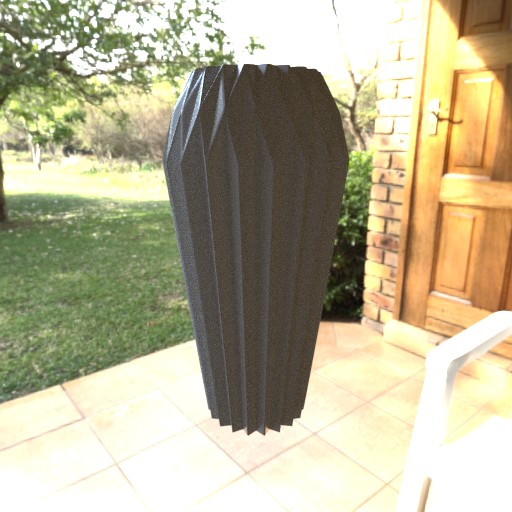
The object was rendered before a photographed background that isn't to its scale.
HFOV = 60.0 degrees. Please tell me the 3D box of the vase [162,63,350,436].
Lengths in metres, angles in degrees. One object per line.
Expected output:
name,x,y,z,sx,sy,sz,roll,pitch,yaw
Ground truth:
vase,0.000,0.000,0.341,0.133,0.263,0.133,0,16,0
